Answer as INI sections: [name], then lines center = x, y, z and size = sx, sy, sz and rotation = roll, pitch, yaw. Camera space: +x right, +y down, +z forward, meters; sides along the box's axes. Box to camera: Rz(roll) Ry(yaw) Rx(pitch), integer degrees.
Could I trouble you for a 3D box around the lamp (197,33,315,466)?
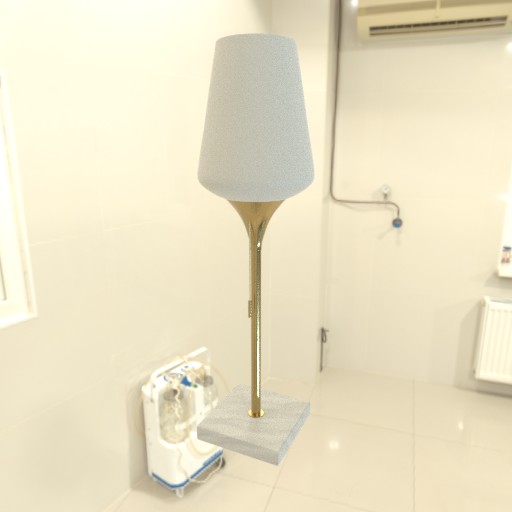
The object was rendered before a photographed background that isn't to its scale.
[lamp]
center = 0.000, 0.000, 0.722
size = 0.181, 0.639, 0.181
rotation = 7, 16, 25
